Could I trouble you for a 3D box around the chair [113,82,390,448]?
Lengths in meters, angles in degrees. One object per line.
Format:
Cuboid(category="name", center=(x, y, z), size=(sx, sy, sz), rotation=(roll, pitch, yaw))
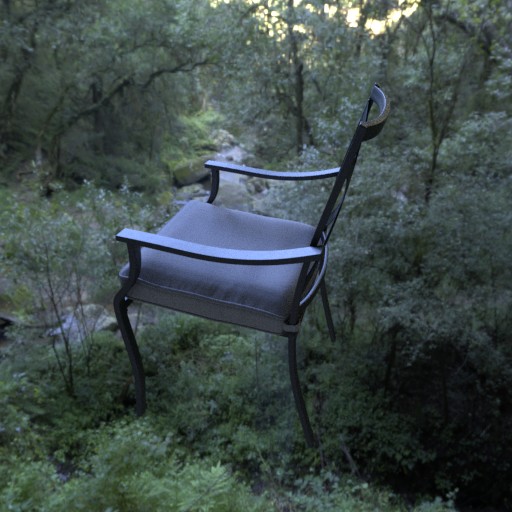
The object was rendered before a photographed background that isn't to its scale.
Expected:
Cuboid(category="chair", center=(0.000, 0.000, 1.269), size=(0.620, 0.889, 0.575), rotation=(8, 31, 14))
